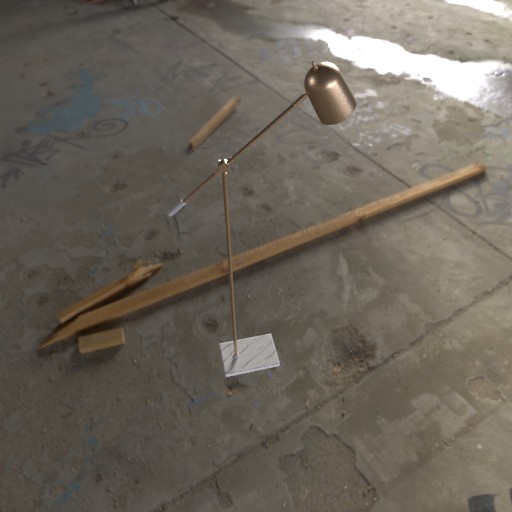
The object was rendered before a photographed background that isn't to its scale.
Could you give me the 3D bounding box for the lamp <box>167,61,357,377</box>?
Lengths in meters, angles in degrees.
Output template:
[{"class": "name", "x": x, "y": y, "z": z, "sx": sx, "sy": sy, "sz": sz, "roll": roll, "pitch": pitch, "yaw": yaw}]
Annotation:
[{"class": "lamp", "x": 0.000, "y": 0.000, "z": 1.858, "sx": 0.653, "sy": 1.594, "sz": 0.194, "roll": -9, "pitch": 48, "yaw": -9}]
